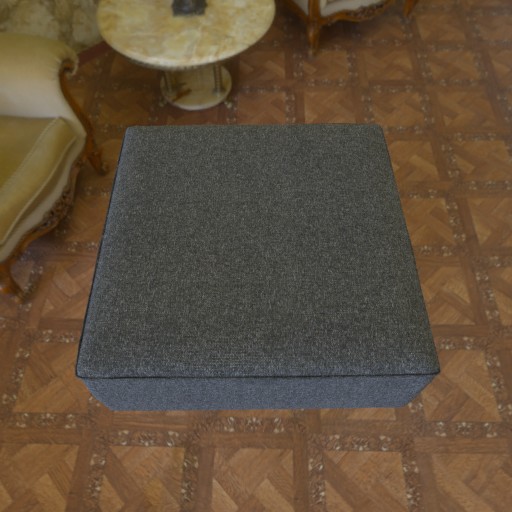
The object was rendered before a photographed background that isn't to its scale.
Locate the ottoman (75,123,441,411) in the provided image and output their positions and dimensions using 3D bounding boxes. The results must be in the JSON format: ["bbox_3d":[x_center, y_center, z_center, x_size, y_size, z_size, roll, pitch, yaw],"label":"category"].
[{"bbox_3d":[0.000,0.000,1.602,1.021,0.423,1.017,0,57,0],"label":"ottoman"}]
